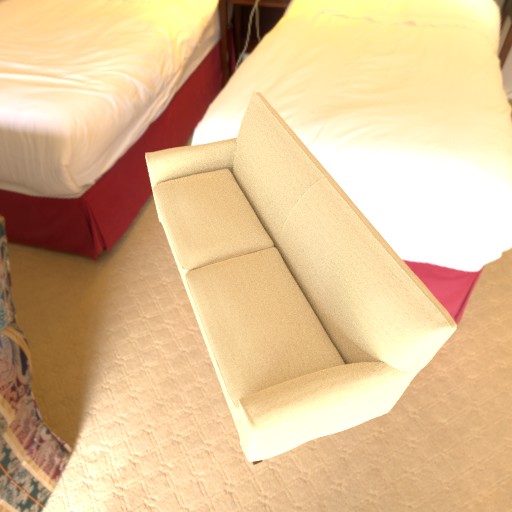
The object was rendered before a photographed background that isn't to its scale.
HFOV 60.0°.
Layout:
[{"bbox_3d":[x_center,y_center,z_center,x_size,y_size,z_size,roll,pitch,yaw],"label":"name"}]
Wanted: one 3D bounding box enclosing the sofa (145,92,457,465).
[{"bbox_3d":[0.000,0.000,2.490,0.841,0.907,2.001,-16,48,-15],"label":"sofa"}]
